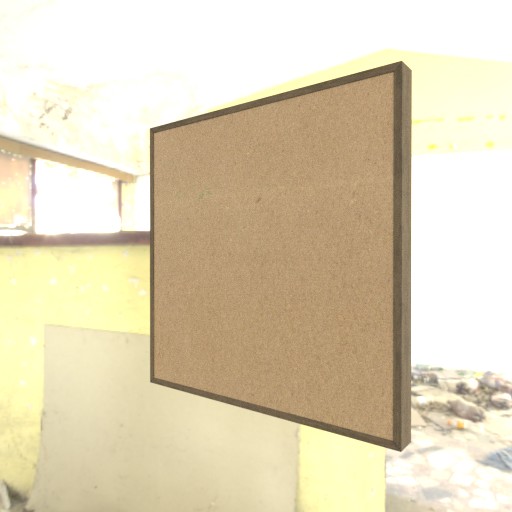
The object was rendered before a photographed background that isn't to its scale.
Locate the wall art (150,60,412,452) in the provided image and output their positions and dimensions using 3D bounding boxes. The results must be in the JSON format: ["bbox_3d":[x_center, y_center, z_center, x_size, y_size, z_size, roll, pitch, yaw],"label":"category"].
[{"bbox_3d":[0.000,0.000,0.746,0.508,0.508,0.038,0,0,38],"label":"wall art"}]
